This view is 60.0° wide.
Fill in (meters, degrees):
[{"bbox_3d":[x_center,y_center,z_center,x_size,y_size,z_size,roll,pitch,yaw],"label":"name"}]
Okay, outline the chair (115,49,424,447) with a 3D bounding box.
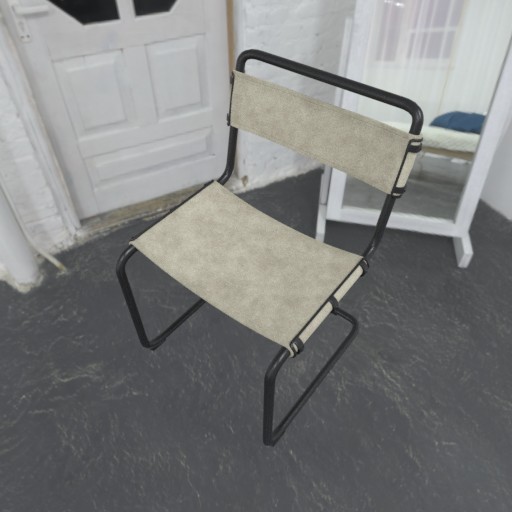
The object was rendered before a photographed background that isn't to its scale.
[{"bbox_3d":[0.000,0.000,1.085,0.499,0.747,0.497,30,54,25],"label":"chair"}]
